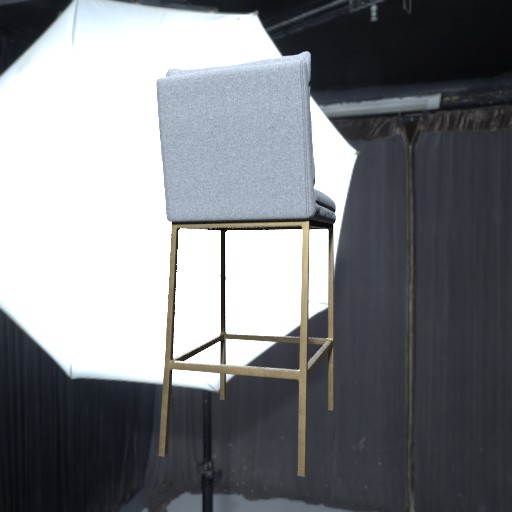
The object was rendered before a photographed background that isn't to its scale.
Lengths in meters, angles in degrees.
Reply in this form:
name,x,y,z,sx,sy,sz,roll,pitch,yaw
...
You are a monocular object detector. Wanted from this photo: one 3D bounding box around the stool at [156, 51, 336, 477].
name,x,y,z,sx,sy,sz,roll,pitch,yaw
stool,0.000,0.000,1.449,0.463,1.130,0.569,0,0,16
